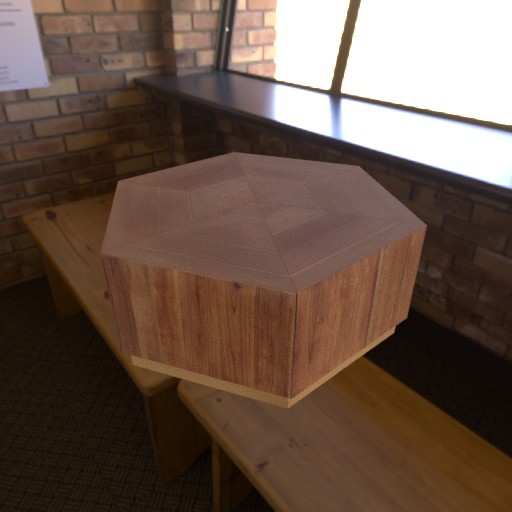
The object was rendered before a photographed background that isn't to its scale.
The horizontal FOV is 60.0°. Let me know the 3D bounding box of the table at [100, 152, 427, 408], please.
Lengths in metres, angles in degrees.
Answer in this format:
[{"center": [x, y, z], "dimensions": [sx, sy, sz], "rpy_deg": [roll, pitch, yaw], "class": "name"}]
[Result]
[{"center": [0.000, 0.000, 1.691], "dimensions": [1.154, 0.456, 1.000], "rpy_deg": [10, 32, 17], "class": "table"}]
